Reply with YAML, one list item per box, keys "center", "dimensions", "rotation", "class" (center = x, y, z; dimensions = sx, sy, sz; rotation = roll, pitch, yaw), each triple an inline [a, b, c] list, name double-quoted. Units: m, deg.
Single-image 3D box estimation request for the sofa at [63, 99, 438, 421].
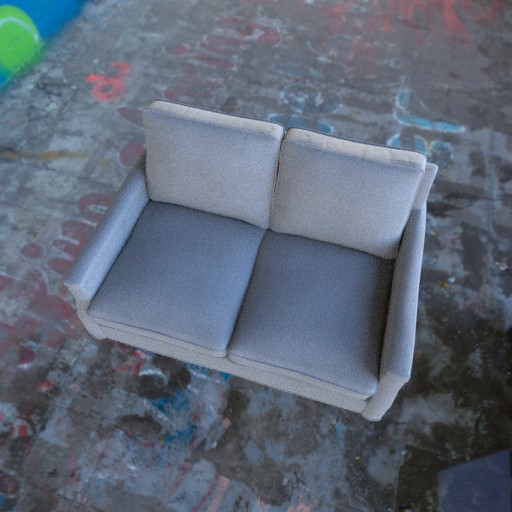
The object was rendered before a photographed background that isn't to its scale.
- center: [0.000, 0.000, 2.255]
  dimensions: [1.597, 1.003, 1.084]
  rotation: [14, 59, 9]
  class: "sofa"
